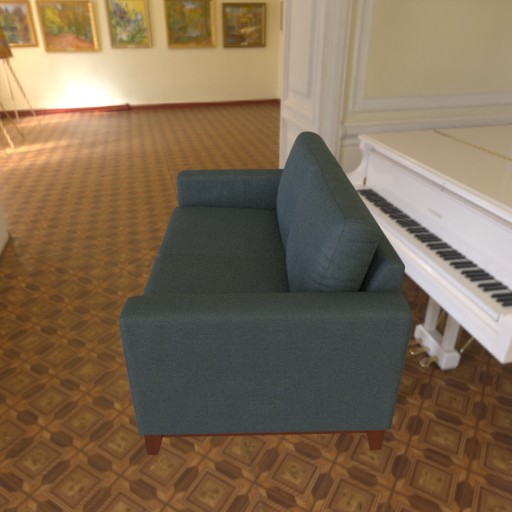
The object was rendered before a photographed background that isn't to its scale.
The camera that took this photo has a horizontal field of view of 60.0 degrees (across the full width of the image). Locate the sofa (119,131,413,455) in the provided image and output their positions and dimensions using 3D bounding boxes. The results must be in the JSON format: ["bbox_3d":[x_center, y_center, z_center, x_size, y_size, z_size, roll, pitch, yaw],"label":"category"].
[{"bbox_3d":[0.000,0.000,2.090,0.955,0.903,1.489,-1,28,-1],"label":"sofa"}]
